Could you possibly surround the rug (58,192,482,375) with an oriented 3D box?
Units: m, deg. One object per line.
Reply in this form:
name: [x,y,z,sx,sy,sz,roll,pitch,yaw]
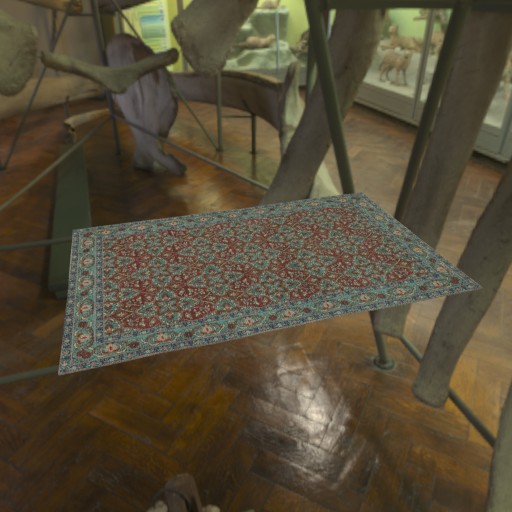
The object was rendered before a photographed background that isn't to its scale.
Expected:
rug: [0.000,0.000,3.039,2.439,0.011,1.533,-9,33,-14]
